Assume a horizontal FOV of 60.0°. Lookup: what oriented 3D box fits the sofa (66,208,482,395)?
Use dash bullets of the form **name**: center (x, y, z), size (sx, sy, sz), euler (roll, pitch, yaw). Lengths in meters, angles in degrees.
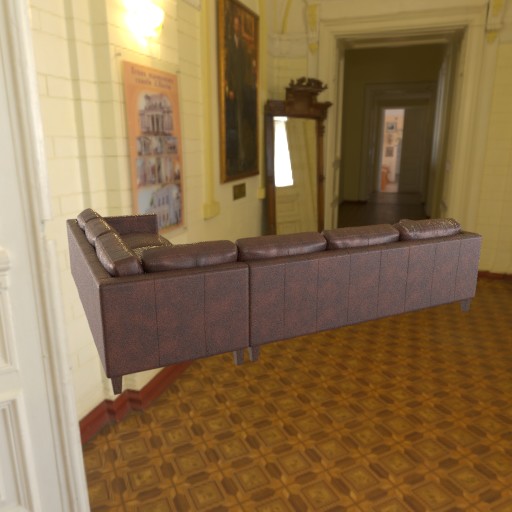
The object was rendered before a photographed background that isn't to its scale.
- **sofa**: center (0.000, 0.000, 4.230), size (3.152, 0.836, 2.438), euler (-7, 16, -26)
